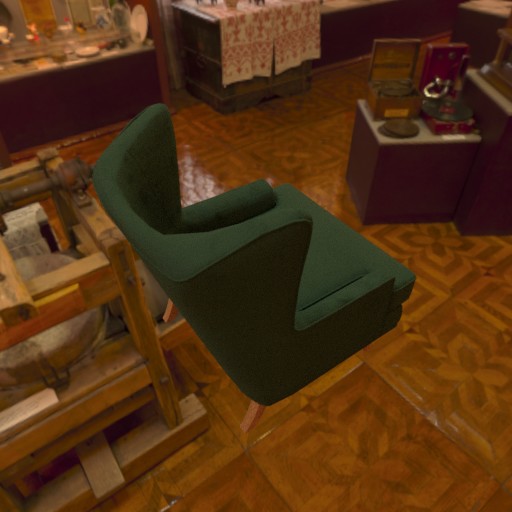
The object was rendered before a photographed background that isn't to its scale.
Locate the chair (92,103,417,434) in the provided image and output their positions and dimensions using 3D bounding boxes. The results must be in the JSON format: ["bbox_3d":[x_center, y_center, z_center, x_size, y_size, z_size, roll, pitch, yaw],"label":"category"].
[{"bbox_3d":[0.000,0.000,1.616,0.910,0.952,0.793,-25,47,-25],"label":"chair"}]
